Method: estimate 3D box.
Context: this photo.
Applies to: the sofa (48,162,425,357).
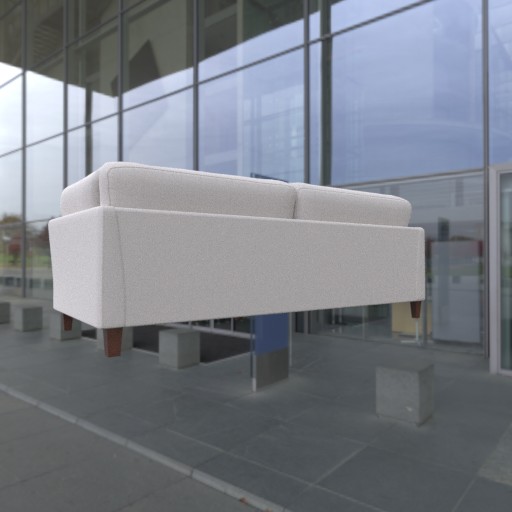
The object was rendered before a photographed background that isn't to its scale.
[{"bbox_3d":[0.000,0.000,2.844,2.301,0.863,0.957,0,-1,-35],"label":"sofa"}]
